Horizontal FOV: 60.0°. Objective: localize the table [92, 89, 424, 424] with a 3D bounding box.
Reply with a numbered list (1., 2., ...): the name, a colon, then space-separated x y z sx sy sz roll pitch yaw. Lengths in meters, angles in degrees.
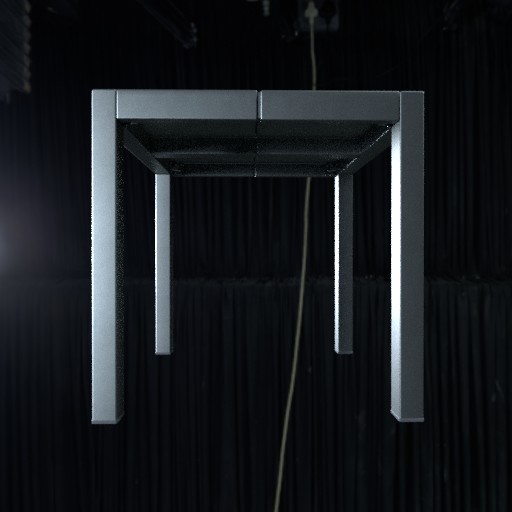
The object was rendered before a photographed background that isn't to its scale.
1. table: 0.000 0.000 0.928 0.508 0.508 0.508 0 0 -1
